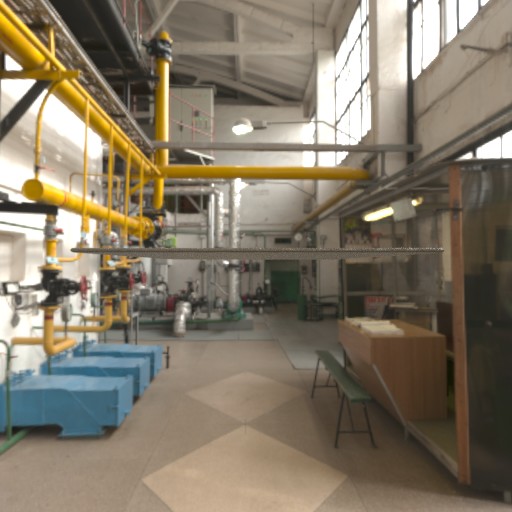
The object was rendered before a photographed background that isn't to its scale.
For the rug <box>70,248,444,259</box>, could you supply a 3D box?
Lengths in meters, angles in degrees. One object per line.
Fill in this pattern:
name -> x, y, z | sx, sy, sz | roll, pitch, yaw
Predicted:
rug -> 0.000, 0.000, 2.216 | 1.144, 0.014, 1.748 | 0, -1, 0
